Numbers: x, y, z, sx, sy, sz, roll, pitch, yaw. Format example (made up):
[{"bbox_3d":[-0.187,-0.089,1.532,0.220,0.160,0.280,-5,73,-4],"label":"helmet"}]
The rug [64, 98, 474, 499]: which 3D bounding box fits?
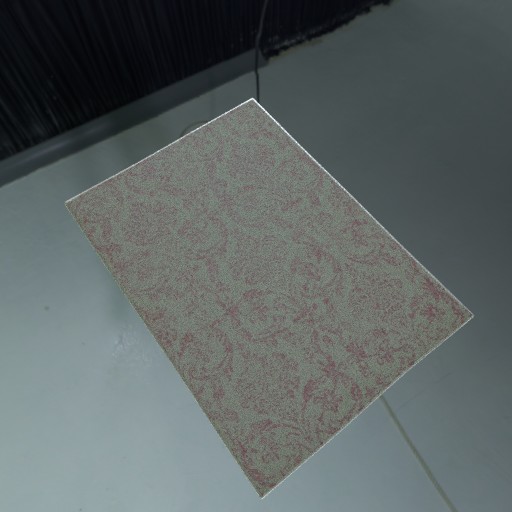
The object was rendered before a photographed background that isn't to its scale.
[{"bbox_3d":[0.000,0.000,2.818,1.598,0.014,2.202,-34,68,-15],"label":"rug"}]
